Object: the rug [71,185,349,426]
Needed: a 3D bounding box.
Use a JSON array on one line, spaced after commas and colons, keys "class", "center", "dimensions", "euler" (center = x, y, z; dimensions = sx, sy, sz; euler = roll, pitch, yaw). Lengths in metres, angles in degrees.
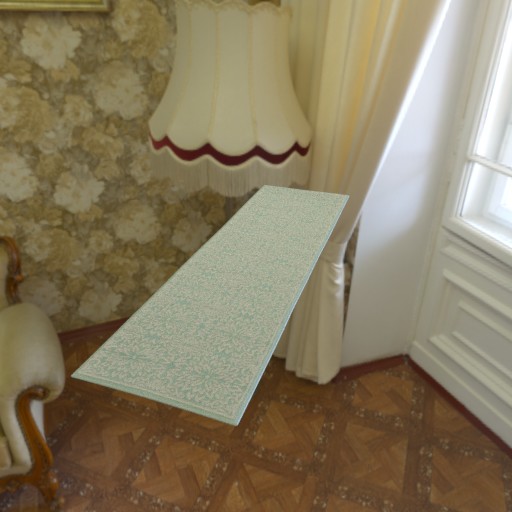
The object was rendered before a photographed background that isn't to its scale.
[{"class": "rug", "center": [0.000, 0.000, 2.440], "dimensions": [0.662, 0.011, 2.196], "euler": [10, 30, 17]}]
